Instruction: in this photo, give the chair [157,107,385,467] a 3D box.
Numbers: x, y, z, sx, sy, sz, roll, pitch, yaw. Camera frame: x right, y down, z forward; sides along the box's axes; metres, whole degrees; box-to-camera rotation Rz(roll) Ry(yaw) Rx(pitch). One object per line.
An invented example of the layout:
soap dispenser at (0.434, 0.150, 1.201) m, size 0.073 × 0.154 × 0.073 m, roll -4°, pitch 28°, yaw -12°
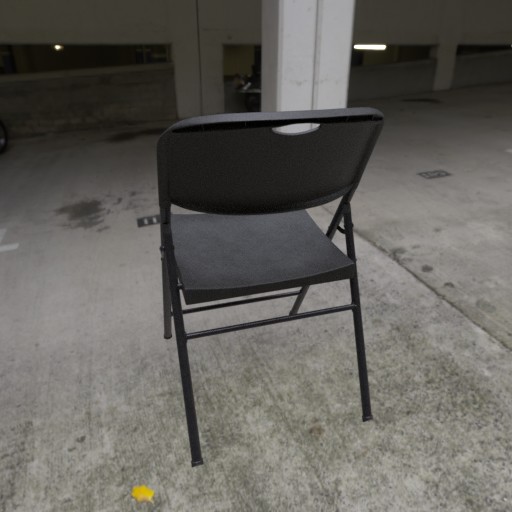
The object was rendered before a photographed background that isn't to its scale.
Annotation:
chair at (0.000, 0.000, 1.177) m, size 0.494 × 0.810 × 0.566 m, roll -8°, pitch 27°, yaw -16°
